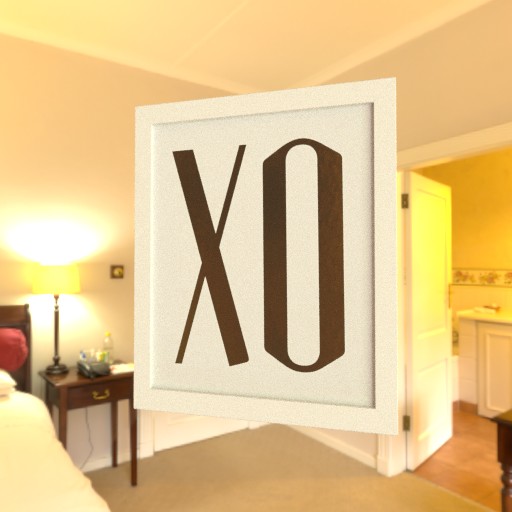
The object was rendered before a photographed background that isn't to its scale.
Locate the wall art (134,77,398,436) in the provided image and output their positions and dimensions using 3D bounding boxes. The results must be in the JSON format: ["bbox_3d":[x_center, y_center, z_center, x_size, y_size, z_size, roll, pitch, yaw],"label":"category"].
[{"bbox_3d":[0.000,0.000,0.733,0.444,0.536,0.020,0,-1,16],"label":"wall art"}]
